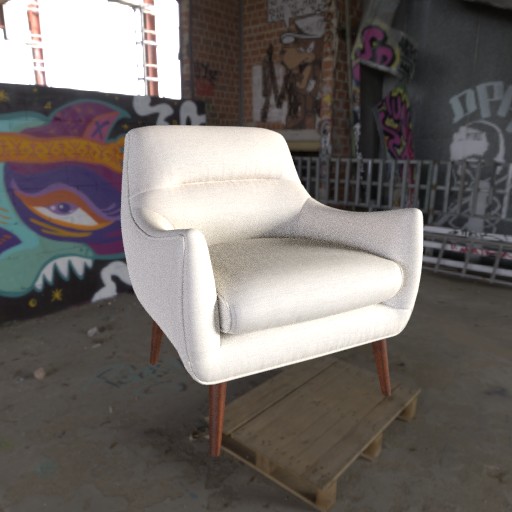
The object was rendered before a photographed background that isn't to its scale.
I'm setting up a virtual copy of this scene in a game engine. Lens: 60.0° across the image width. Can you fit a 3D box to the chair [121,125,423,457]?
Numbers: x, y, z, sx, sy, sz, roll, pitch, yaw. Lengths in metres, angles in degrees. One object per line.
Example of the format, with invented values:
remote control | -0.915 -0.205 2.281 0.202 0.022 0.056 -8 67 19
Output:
chair | 0.000 0.000 1.445 0.762 0.838 0.787 -7 16 -28
